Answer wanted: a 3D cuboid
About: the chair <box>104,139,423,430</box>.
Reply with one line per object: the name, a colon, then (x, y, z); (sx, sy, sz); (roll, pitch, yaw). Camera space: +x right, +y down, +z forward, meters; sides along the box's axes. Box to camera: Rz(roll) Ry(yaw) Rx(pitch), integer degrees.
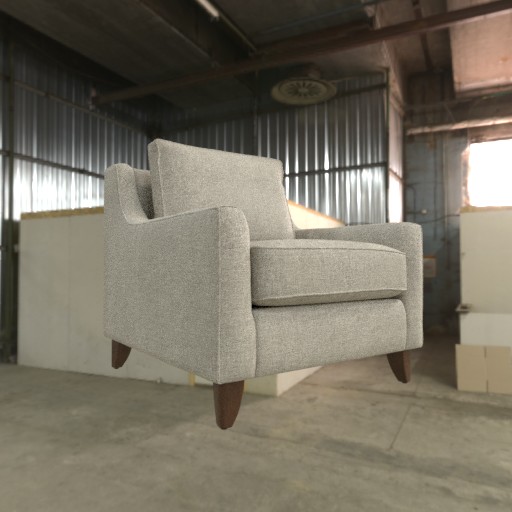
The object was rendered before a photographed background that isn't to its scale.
chair: (0.000, 0.000, 1.602); (0.838, 0.864, 0.918); (1, -1, -35)
